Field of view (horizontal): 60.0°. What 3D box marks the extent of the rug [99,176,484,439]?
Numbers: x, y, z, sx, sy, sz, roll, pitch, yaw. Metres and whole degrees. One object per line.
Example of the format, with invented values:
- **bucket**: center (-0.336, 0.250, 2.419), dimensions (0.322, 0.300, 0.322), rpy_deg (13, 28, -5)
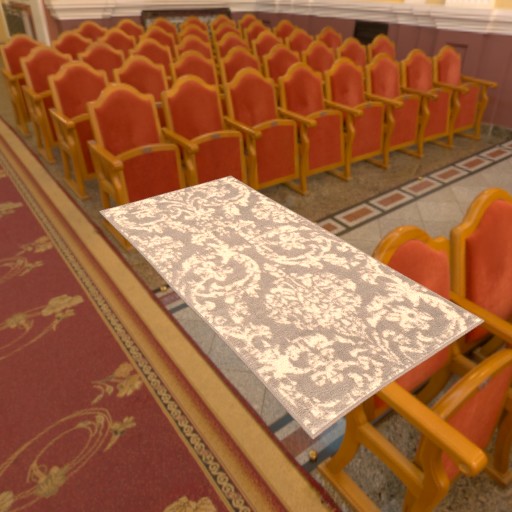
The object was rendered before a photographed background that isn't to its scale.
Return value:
- **rug**: center (0.000, 0.000, 1.433), dimensions (0.604, 0.007, 1.219), rpy_deg (-21, 38, -30)
